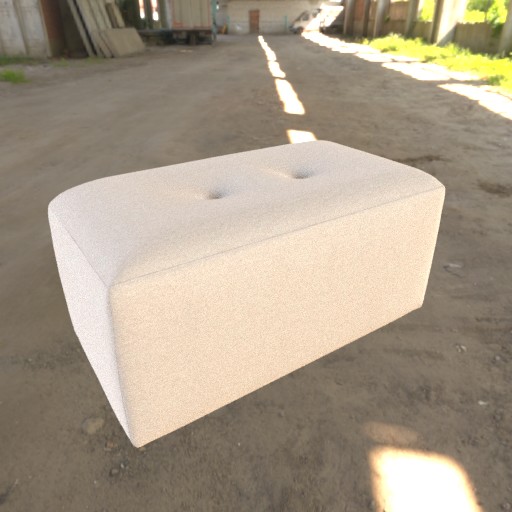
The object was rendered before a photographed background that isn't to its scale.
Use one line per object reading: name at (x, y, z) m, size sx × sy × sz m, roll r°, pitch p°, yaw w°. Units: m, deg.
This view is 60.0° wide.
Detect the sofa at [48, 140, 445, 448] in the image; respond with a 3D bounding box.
sofa at (0.000, 0.000, 1.202) m, size 0.930 × 0.470 × 0.480 m, roll -18°, pitch 33°, yaw -29°
